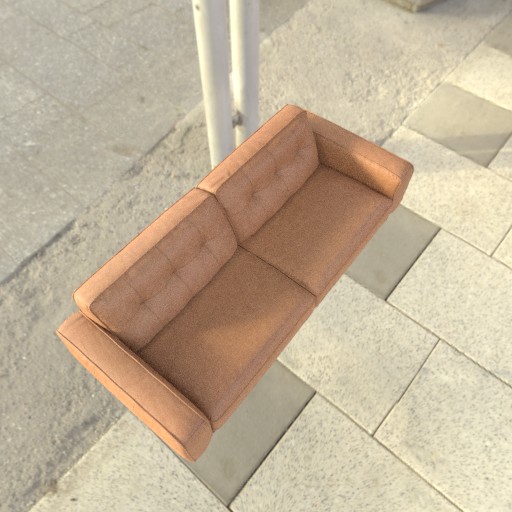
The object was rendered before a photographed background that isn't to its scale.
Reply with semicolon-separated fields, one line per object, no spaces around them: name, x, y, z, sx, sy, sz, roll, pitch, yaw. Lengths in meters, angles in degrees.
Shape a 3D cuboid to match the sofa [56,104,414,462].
sofa;0.000;0.000;2.778;0.953;0.780;2.270;34;64;19
